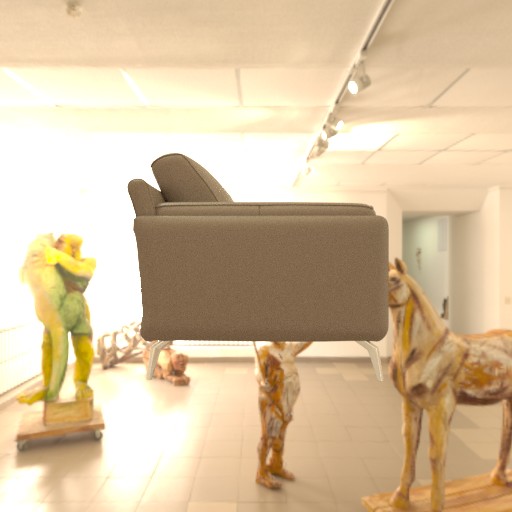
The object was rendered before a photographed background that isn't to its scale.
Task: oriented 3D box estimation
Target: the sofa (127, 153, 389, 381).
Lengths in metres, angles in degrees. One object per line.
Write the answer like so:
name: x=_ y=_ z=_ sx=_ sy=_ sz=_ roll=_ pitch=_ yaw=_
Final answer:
sofa: x=0.000 y=0.000 z=2.628 sx=1.049 sy=0.930 sz=2.101 roll=0 pitch=0 yaw=0
